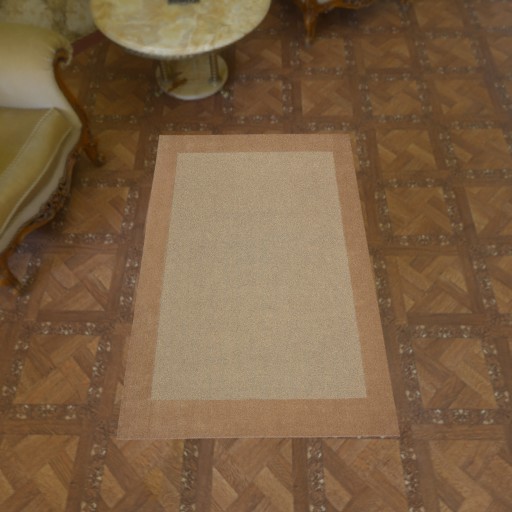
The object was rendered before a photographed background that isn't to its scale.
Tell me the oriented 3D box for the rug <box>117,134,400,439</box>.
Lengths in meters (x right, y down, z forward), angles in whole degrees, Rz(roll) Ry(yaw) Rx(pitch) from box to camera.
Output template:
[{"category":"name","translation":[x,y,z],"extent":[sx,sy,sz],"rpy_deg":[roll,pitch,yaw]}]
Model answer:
[{"category":"rug","translation":[0.000,0.000,2.378],"extent":[1.219,0.014,1.829],"rpy_deg":[-1,59,0]}]
